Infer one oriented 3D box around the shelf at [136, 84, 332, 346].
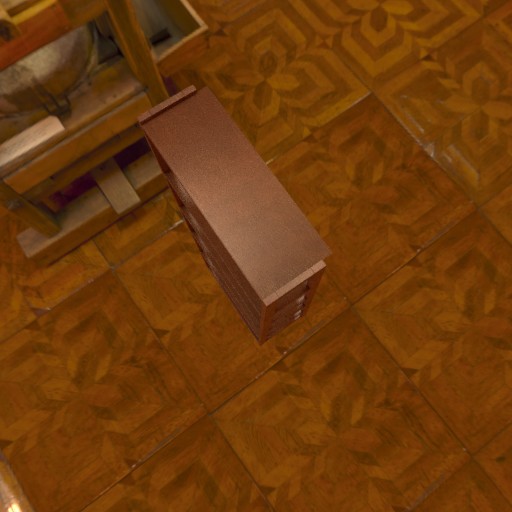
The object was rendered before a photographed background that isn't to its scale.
[{"bbox_3d":[0.000,0.000,2.138,0.382,1.892,0.660,-33,78,-8],"label":"shelf"}]
